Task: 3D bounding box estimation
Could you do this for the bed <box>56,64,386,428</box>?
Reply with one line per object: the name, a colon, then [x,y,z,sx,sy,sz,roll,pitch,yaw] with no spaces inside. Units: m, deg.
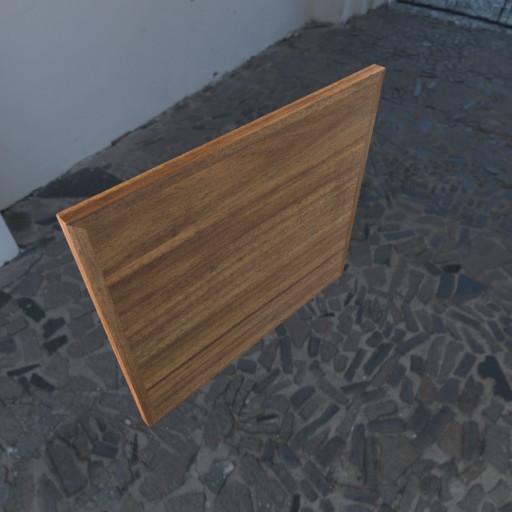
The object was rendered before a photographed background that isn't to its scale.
bed: [0.000,0.000,1.448,1.041,0.940,0.043,-34,55,-28]
